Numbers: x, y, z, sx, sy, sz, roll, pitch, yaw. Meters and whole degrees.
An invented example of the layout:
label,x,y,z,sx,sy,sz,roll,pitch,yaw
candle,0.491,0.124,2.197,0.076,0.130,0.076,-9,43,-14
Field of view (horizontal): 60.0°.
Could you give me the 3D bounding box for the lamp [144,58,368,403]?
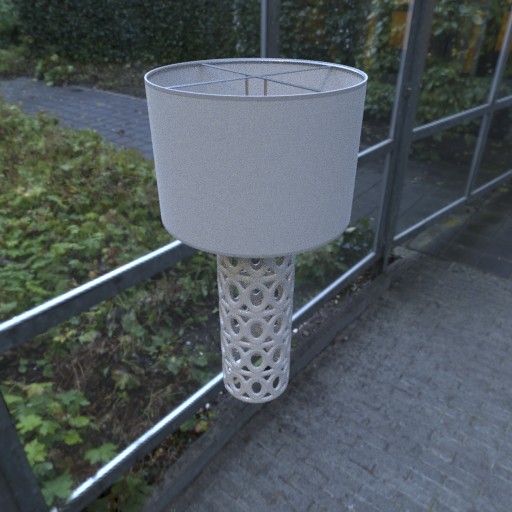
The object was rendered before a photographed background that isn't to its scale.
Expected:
label,x,y,z,sx,sy,sz,roll,pitch,yaw
lamp,0.000,0.000,0.824,0.324,0.636,0.325,-21,37,-31
